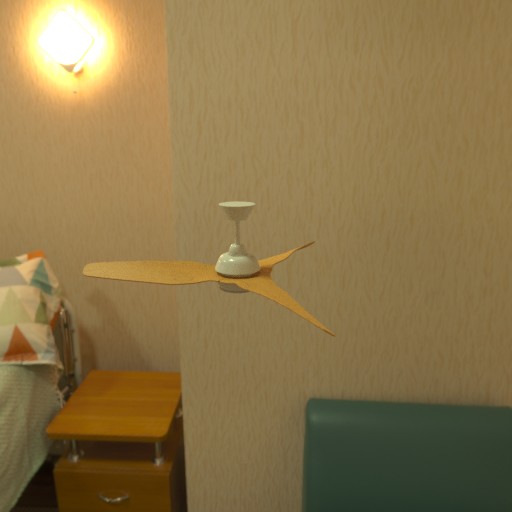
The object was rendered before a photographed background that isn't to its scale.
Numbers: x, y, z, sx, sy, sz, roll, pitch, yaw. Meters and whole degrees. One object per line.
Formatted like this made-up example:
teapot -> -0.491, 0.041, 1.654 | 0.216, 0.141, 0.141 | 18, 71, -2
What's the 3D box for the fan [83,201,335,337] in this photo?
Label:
fan -> 0.000, 0.000, 1.661 | 1.142, 0.355, 1.010 | -7, 16, -26
